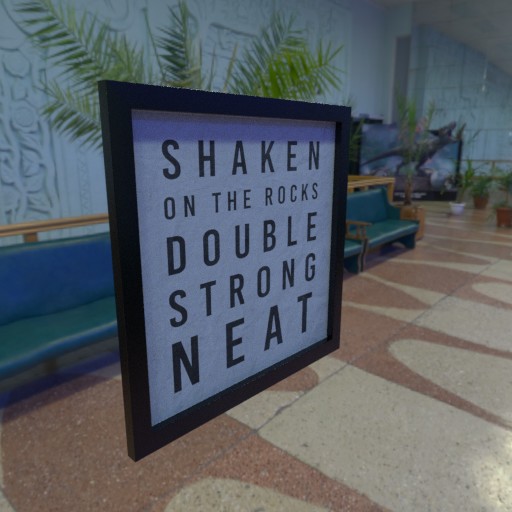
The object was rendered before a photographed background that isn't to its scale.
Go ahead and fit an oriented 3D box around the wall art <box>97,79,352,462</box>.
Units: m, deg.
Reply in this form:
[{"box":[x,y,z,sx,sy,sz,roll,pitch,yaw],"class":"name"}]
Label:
[{"box":[0.000,0.000,0.514,0.014,0.349,0.349,13,19,43],"class":"wall art"}]
